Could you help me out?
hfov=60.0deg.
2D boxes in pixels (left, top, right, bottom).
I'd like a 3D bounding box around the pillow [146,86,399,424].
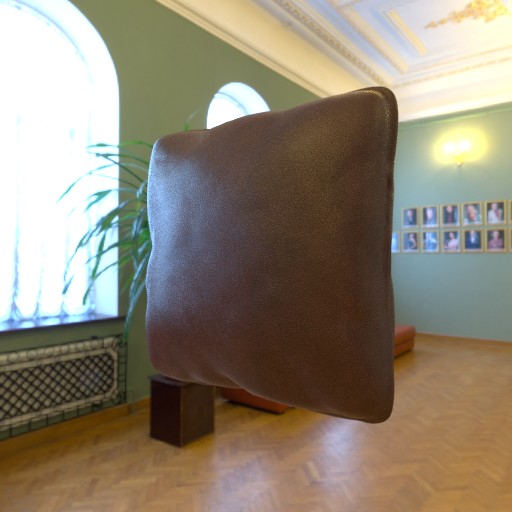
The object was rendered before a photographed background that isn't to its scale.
[{"bbox_3d":[0.000,0.000,0.821,0.532,0.523,0.236,0,-1,36],"label":"pillow"}]
